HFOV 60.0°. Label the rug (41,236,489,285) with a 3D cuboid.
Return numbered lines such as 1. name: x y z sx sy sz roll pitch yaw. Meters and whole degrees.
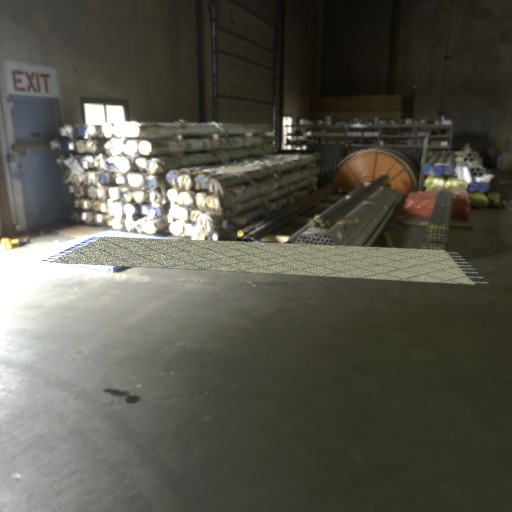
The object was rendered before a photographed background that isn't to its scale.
1. rug: 0.000 0.000 2.588 2.372 0.008 0.620 3 17 9
